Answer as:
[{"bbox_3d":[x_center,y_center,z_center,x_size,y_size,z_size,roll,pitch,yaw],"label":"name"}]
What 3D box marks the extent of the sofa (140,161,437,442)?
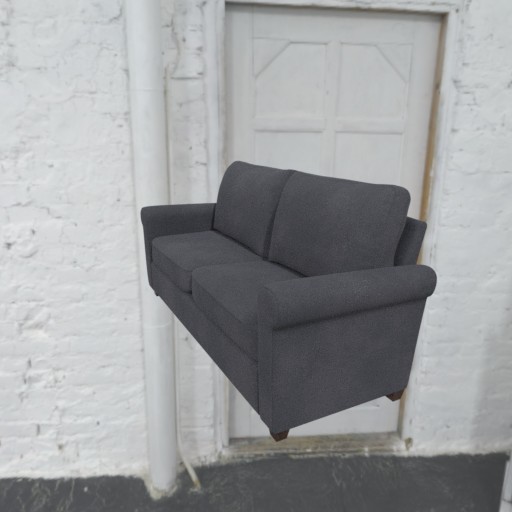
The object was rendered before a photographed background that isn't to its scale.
[{"bbox_3d":[0.000,0.000,2.508,0.842,0.942,1.935,-8,18,-26],"label":"sofa"}]
